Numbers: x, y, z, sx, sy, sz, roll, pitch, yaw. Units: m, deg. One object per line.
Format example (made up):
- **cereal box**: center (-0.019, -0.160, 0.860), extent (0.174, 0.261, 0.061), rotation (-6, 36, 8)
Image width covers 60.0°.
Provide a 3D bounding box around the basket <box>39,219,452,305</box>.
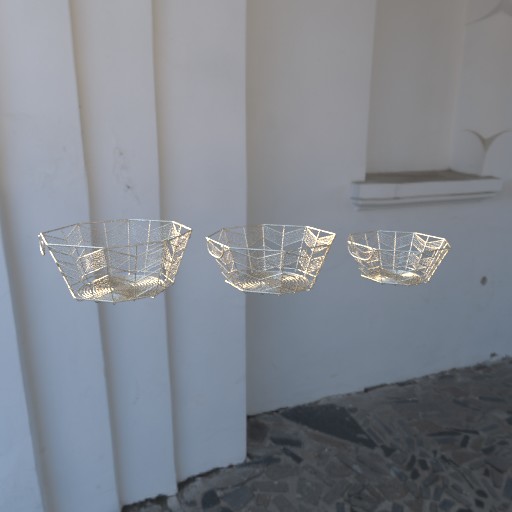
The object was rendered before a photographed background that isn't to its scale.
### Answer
- **basket**: center (0.000, 0.000, 1.371), extent (1.246, 0.178, 0.432), rotation (-2, 14, -7)
